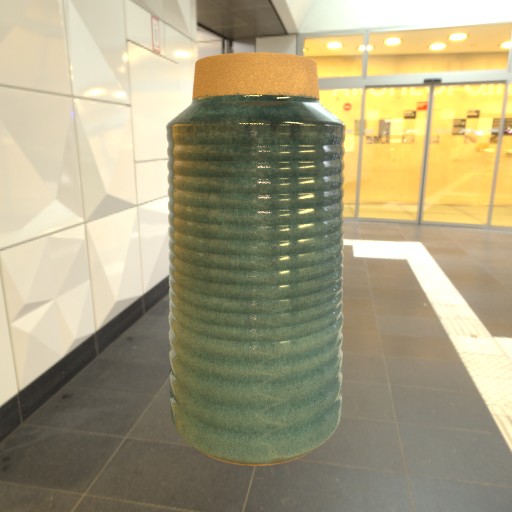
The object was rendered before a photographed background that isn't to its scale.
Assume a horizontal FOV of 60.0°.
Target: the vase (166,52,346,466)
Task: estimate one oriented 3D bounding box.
[{"bbox_3d":[0.000,0.000,0.392,0.163,0.316,0.163,0,15,0],"label":"vase"}]
